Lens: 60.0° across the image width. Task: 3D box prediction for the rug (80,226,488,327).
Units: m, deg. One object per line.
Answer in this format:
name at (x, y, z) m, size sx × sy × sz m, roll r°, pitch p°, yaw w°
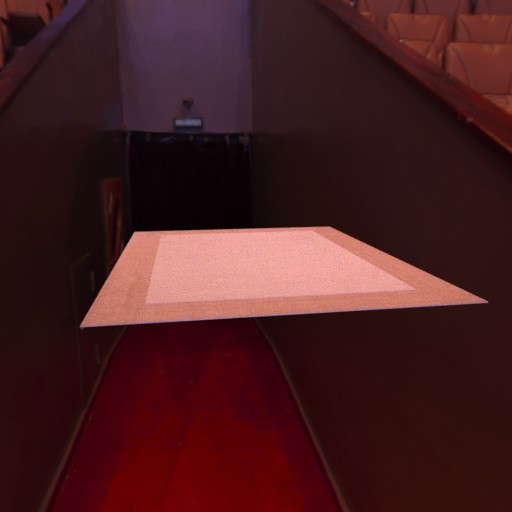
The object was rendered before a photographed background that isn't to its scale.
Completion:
rug at (0.000, 0.000, 4.047) m, size 2.438 × 0.014 × 3.048 m, roll -2°, pitch 13°, yaw -9°
